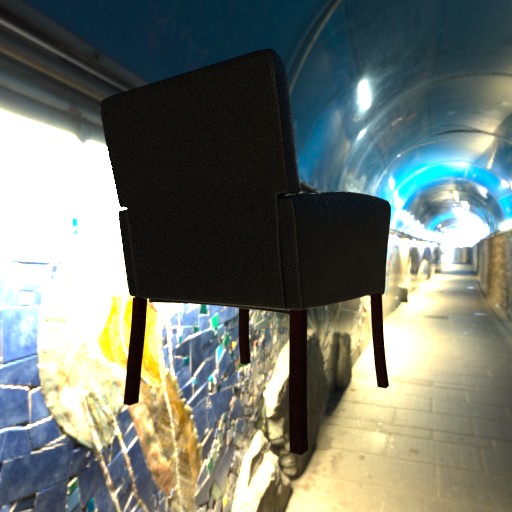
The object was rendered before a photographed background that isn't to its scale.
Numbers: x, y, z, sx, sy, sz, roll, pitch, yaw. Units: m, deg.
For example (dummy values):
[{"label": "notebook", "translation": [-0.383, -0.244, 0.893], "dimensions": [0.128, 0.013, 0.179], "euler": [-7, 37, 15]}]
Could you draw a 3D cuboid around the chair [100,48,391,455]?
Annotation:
[{"label": "chair", "translation": [0.000, 0.000, 1.478], "dimensions": [0.683, 0.951, 0.772], "euler": [0, 0, 34]}]
